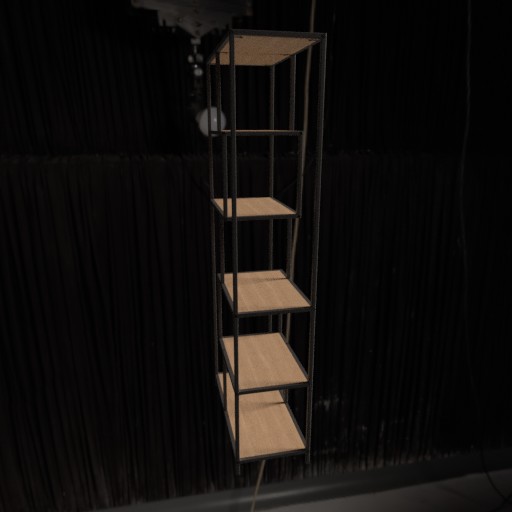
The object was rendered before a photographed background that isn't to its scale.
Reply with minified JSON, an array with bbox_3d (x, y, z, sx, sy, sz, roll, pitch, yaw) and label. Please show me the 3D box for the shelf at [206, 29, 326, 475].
[{"bbox_3d":[0.000,0.000,2.163,0.350,1.850,0.770,-3,17,-12],"label":"shelf"}]
